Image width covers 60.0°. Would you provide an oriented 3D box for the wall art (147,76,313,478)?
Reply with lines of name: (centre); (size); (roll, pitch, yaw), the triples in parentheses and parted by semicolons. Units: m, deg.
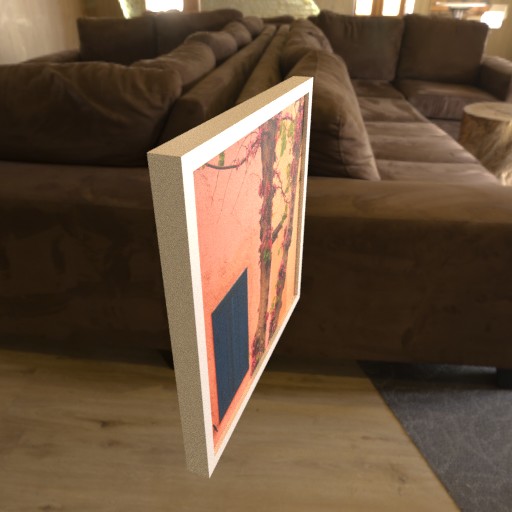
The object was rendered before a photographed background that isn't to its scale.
wall art: (0.000, 0.000, 0.764); (0.038, 0.508, 0.507); (11, 32, 18)
